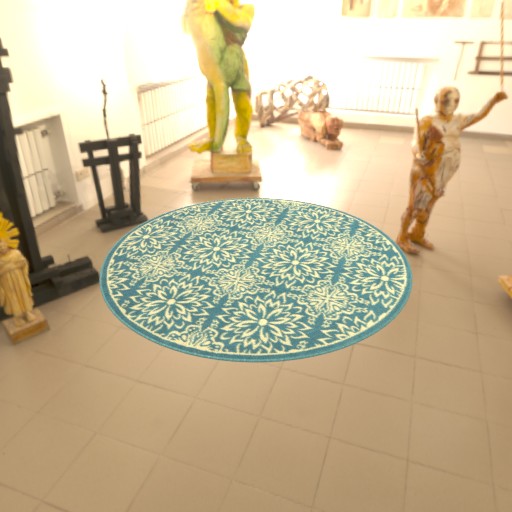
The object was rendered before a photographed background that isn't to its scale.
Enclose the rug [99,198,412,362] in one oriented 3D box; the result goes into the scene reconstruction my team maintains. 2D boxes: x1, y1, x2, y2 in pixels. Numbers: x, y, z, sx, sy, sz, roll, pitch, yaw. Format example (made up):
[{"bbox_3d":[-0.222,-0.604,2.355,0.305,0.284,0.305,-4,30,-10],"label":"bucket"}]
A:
[{"bbox_3d":[0.000,0.000,2.358,1.593,0.012,1.593,0,30,0],"label":"rug"}]
